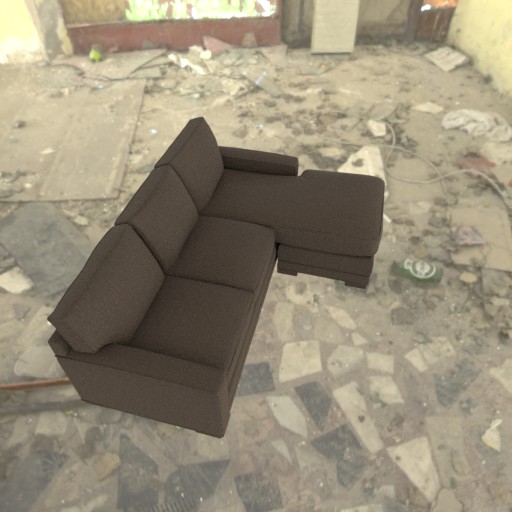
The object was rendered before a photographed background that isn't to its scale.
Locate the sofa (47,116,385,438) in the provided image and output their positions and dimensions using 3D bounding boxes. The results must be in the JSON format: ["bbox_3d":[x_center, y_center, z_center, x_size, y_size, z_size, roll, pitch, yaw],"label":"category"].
[{"bbox_3d":[0.000,0.000,3.264,1.790,0.973,2.370,10,46,10],"label":"sofa"}]
